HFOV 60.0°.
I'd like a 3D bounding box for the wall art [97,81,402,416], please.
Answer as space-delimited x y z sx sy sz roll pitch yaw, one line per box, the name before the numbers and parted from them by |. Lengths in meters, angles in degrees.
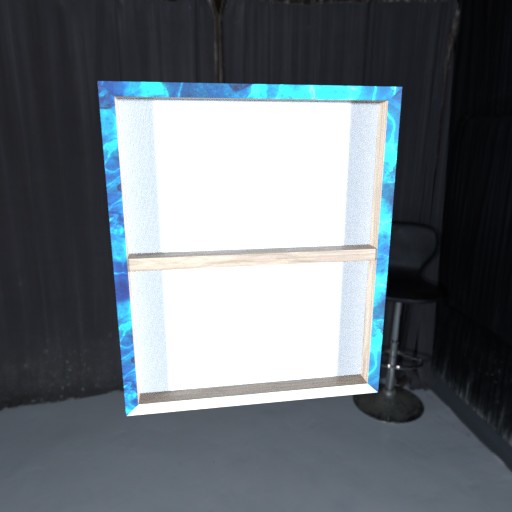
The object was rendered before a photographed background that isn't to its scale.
wall art | 0.000 0.000 0.704 0.432 0.508 0.038 -2 15 -9
